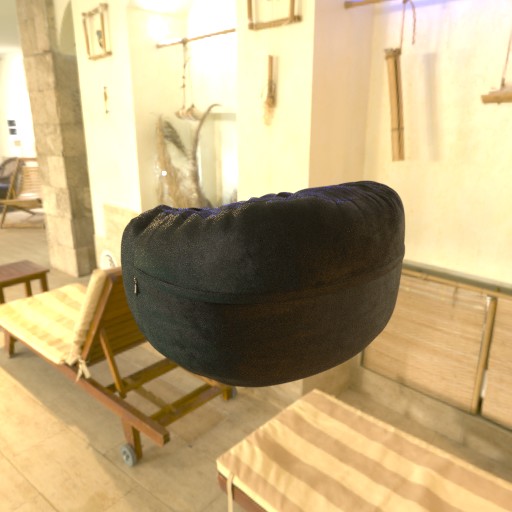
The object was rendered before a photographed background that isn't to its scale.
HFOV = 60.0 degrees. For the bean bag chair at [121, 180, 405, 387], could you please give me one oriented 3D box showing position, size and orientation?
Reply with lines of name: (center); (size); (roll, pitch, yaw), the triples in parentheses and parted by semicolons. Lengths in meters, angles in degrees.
bean bag chair: (0.000, 0.000, 2.461); (1.524, 0.878, 1.524); (16, 23, 42)
